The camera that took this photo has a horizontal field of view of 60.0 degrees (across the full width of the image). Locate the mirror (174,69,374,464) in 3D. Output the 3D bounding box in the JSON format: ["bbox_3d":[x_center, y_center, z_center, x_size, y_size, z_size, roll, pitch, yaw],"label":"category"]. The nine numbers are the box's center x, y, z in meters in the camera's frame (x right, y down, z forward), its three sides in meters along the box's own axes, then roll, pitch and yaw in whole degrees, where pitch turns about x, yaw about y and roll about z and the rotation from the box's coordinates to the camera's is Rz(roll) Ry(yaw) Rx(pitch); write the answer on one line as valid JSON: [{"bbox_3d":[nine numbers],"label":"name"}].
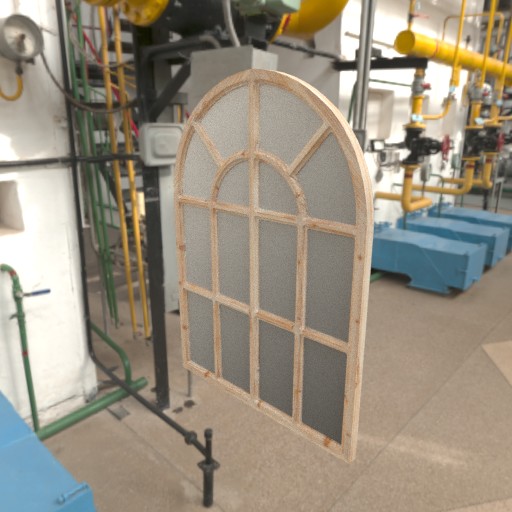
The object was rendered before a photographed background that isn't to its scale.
[{"bbox_3d":[0.000,0.000,1.180,0.660,0.920,0.032,15,22,41],"label":"mirror"}]
